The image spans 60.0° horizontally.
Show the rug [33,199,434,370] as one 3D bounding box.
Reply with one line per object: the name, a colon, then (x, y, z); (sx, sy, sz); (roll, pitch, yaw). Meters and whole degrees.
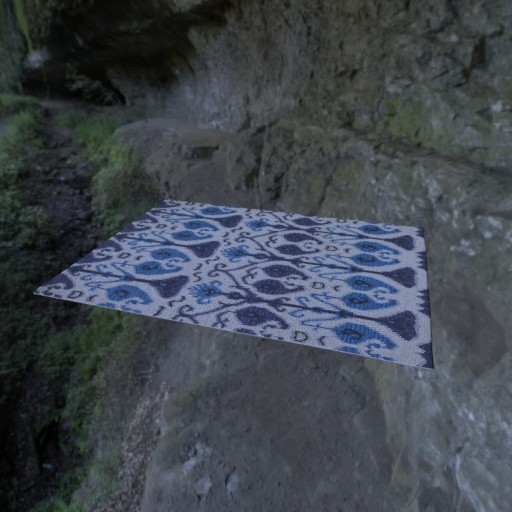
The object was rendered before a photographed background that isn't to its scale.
rug: (0.000, 0.000, 4.382); (3.228, 0.024, 2.443); (8, 28, 15)
